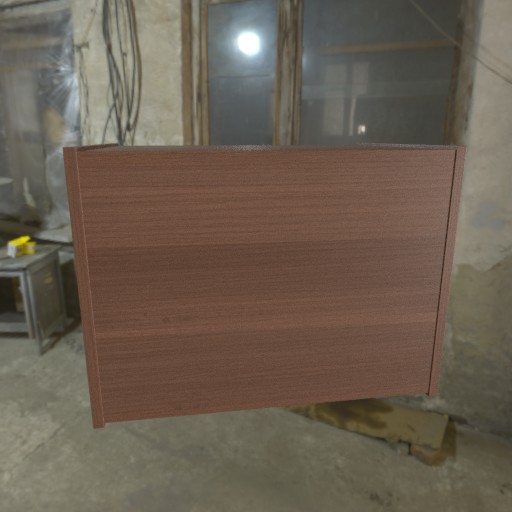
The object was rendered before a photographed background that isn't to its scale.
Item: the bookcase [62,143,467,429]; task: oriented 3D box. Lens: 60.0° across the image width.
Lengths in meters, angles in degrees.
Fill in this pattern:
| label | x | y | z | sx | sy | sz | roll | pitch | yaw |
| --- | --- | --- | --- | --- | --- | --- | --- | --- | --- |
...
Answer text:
| label | x | y | z | sx | sy | sz | roll | pitch | yaw |
| --- | --- | --- | --- | --- | --- | --- | --- | --- | --- |
| bookcase | 0.000 | 0.000 | 0.625 | 0.415 | 0.305 | 0.290 | -2 | 15 | -9 |
